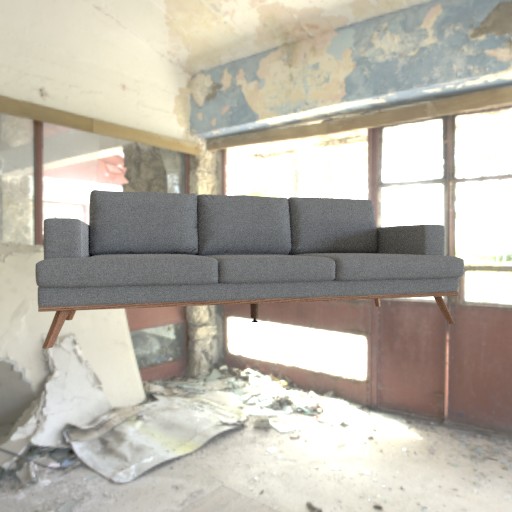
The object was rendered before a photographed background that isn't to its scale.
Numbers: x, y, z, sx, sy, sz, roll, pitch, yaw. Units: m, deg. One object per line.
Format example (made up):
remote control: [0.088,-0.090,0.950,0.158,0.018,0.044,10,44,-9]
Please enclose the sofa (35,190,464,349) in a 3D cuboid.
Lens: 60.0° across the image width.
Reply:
sofa: [0.000,0.000,2.713,2.310,0.810,0.920,0,1,-17]
